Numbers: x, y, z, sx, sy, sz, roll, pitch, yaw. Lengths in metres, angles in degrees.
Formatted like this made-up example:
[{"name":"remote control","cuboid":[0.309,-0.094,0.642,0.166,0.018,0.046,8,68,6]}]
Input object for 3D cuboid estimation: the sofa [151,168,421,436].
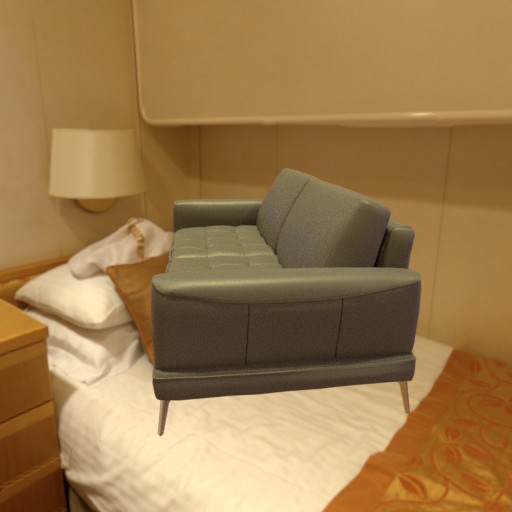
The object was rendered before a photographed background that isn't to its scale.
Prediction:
[{"name":"sofa","cuboid":[0.000,0.000,2.699,1.121,0.930,2.177,-2,16,-7]}]
